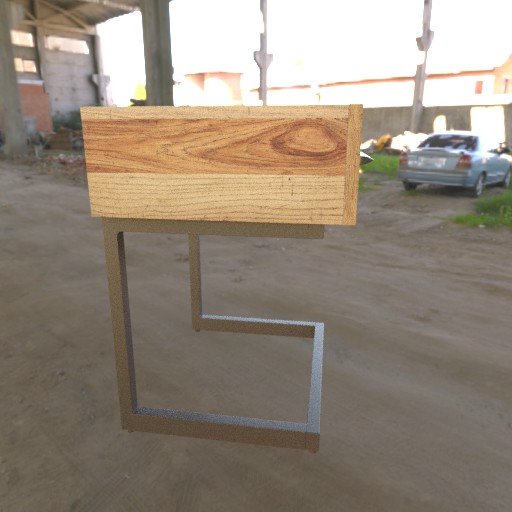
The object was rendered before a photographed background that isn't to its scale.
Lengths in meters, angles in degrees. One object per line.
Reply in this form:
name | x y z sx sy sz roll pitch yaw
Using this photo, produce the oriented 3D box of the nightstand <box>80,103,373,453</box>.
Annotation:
nightstand | 0.000 0.000 1.022 0.481 0.632 0.558 3 16 9
